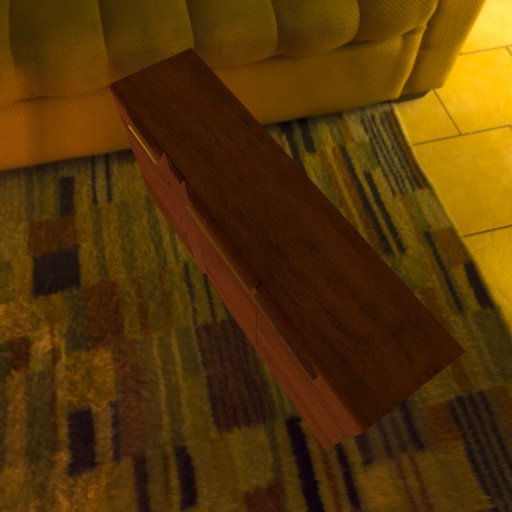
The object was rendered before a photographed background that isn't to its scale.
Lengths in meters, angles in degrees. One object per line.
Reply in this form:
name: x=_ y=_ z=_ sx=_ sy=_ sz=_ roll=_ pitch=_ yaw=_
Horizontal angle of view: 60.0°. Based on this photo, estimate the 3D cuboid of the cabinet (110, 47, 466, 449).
cabinet: x=0.000 y=0.000 z=1.962 sx=0.420 sy=0.900 sz=1.600 roll=-31 pitch=68 yaw=-15
